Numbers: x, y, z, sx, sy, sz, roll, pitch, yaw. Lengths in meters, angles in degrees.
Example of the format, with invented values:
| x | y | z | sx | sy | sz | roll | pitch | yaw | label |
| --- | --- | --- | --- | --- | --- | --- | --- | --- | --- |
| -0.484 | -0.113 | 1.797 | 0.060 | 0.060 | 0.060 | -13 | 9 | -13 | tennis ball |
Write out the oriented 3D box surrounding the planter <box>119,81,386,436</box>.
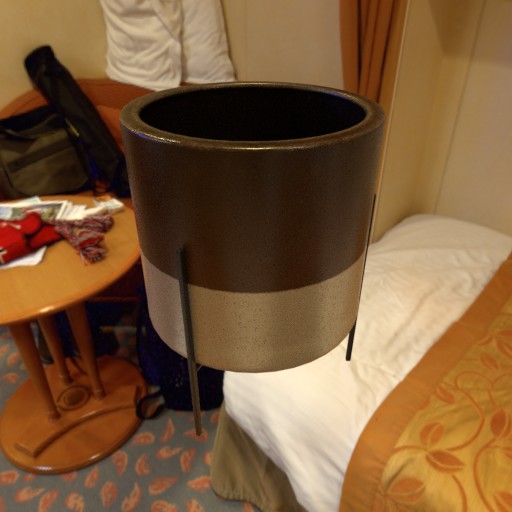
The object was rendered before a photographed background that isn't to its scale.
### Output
| x | y | z | sx | sy | sz | roll | pitch | yaw | label |
| --- | --- | --- | --- | --- | --- | --- | --- | --- | --- |
| 0.000 | 0.000 | 0.705 | 0.354 | 0.465 | 0.345 | -1 | 32 | -1 | planter |
